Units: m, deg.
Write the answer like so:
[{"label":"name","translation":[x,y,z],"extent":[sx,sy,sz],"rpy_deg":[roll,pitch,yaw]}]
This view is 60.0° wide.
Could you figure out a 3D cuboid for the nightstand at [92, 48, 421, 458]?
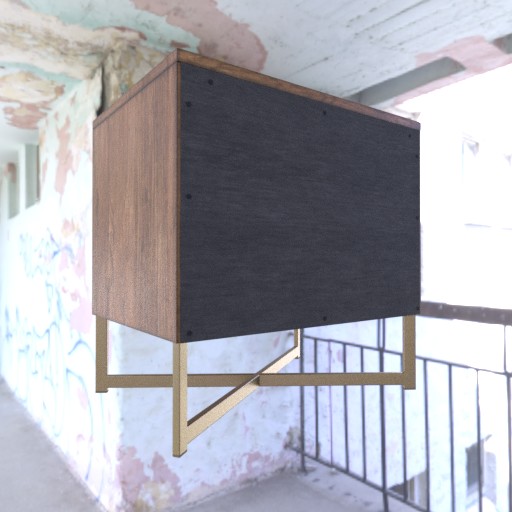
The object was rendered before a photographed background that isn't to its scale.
[{"label":"nightstand","translation":[0.000,0.000,1.010],"extent":[0.610,0.610,0.446],"rpy_deg":[0,-1,-36]}]
